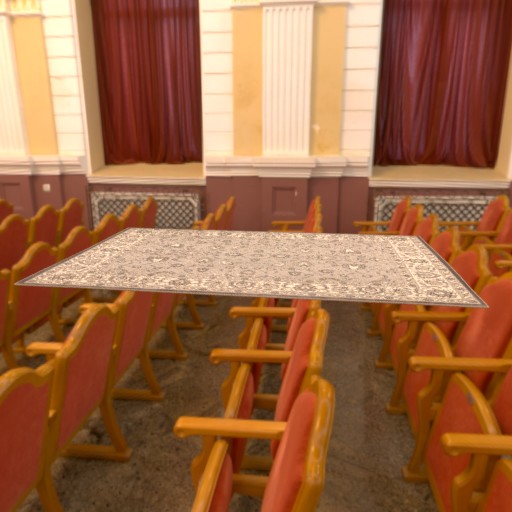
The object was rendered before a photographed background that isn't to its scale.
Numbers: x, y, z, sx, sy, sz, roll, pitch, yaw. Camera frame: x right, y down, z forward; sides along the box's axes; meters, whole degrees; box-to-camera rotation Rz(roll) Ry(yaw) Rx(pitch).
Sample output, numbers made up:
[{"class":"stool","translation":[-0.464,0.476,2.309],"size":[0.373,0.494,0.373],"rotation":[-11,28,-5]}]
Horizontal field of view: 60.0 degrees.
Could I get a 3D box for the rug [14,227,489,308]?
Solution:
[{"class":"rug","translation":[0.000,0.000,2.962],"size":[2.438,0.011,1.524],"rotation":[2,16,8]}]
